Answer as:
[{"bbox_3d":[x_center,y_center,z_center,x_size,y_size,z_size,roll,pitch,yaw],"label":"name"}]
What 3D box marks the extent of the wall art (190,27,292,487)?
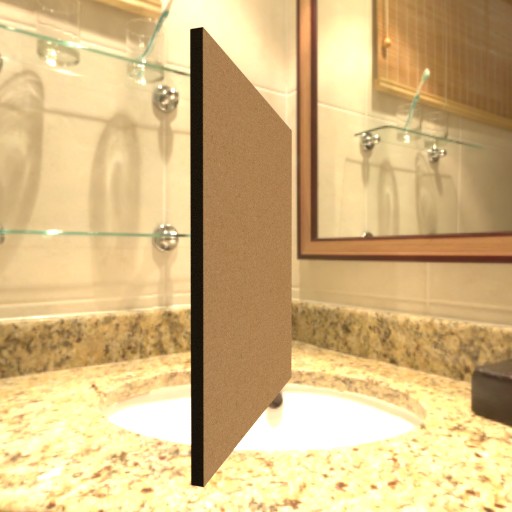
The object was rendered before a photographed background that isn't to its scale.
[{"bbox_3d":[0.000,0.000,1.195,0.028,0.863,0.755,0,1,17],"label":"wall art"}]
